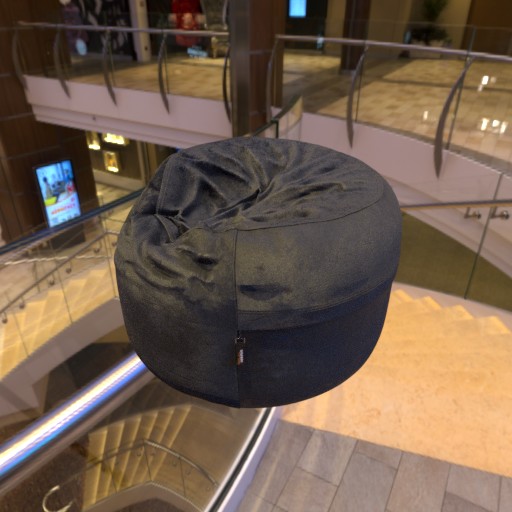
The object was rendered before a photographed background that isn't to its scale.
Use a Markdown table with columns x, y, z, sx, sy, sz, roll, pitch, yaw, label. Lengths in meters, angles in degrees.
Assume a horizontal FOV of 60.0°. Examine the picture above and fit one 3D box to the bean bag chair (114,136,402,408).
| x | y | z | sx | sy | sz | roll | pitch | yaw | label |
| --- | --- | --- | --- | --- | --- | --- | --- | --- | --- |
| 0.000 | 0.000 | 1.496 | 0.918 | 0.605 | 0.918 | 0 | 31 | 0 | bean bag chair |
